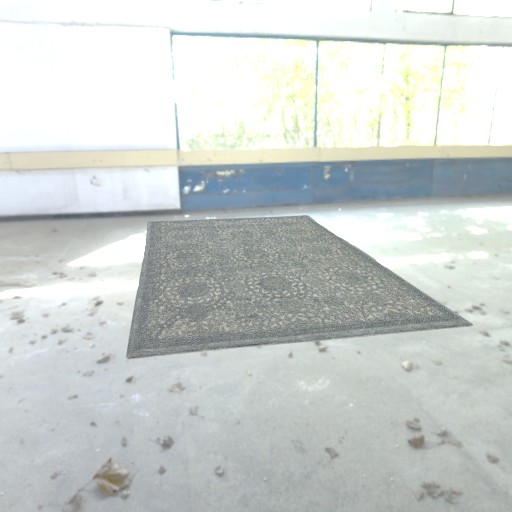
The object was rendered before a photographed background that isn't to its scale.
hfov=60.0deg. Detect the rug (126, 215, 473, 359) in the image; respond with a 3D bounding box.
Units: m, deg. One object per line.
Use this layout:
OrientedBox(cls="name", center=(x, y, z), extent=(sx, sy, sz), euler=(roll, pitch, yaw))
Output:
OrientedBox(cls="rug", center=(0.000, 0.000, 3.047), extent=(1.535, 0.022, 2.498), euler=(-3, 17, -11))
